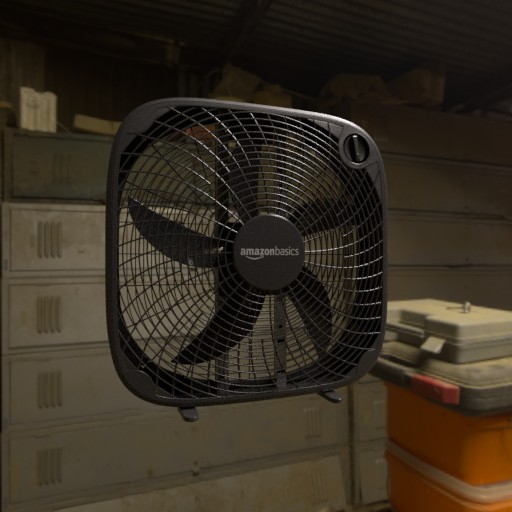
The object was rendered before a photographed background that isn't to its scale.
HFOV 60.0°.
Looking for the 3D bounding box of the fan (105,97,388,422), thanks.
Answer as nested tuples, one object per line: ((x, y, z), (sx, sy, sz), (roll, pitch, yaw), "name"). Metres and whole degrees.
((0.000, 0.000, 0.819), (0.526, 0.533, 0.142), (0, 0, -20), "fan")
